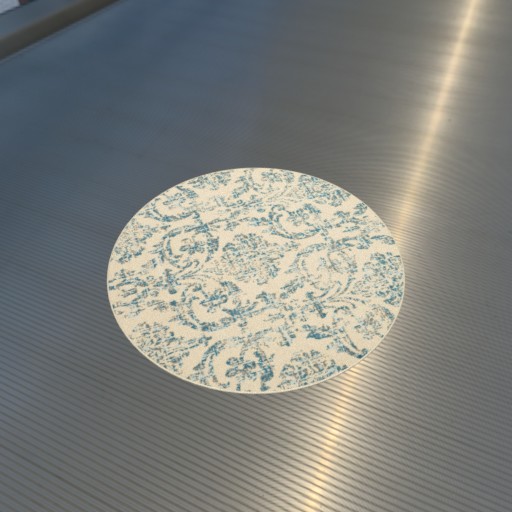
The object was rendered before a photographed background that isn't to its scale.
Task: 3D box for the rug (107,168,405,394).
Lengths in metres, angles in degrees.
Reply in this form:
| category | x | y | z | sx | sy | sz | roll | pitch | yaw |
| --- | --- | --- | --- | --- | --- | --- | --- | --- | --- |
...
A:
| category | x | y | z | sx | sy | sz | roll | pitch | yaw |
| --- | --- | --- | --- | --- | --- | --- | --- | --- | --- |
| rug | 0.000 | 0.000 | 2.427 | 1.593 | 0.012 | 1.593 | 0 | 48 | 0 |
